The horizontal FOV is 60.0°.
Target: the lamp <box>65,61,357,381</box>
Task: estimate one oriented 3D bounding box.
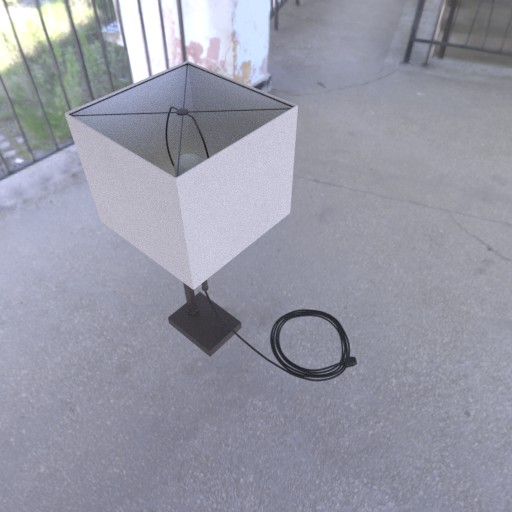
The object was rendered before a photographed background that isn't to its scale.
[{"bbox_3d":[0.000,0.000,0.969,0.504,0.660,0.399,32,54,27],"label":"lamp"}]
